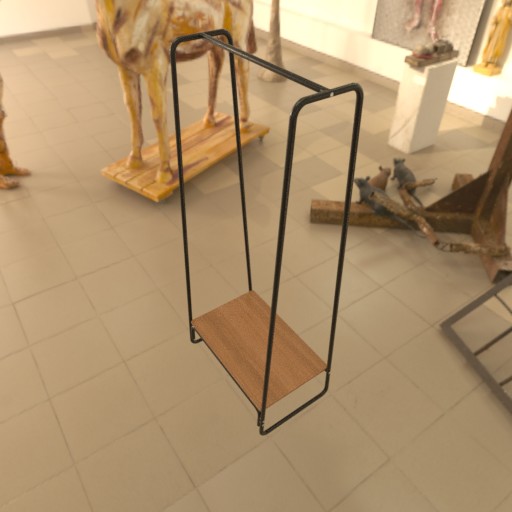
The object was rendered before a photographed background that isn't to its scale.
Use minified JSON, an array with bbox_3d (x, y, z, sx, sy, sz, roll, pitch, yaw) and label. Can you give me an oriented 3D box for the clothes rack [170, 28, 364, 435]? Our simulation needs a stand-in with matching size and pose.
[{"bbox_3d":[0.000,0.000,1.752,0.400,1.500,0.640,-25,47,-26],"label":"clothes rack"}]
